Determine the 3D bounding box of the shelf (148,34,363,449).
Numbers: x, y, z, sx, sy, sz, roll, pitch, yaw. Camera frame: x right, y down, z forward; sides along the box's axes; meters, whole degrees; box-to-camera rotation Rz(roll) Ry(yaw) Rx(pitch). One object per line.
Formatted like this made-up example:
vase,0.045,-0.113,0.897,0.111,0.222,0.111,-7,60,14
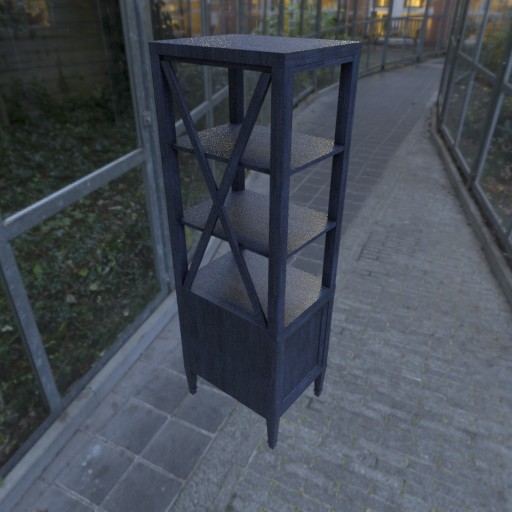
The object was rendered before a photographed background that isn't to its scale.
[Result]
shelf,0.000,0.000,1.976,0.584,1.727,0.472,22,37,33
